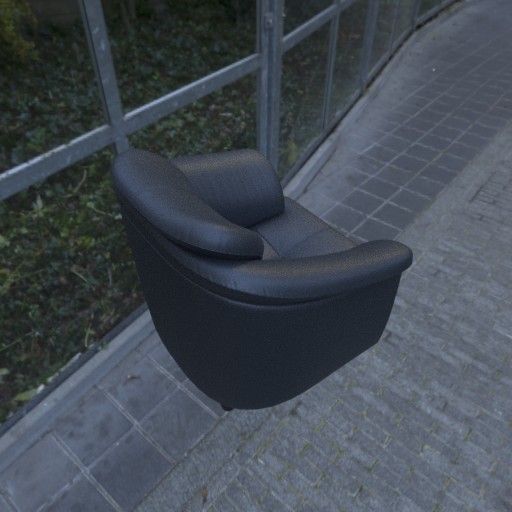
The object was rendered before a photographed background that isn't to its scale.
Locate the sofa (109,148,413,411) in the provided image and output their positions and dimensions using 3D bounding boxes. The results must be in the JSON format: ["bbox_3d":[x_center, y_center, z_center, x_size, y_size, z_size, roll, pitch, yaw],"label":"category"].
[{"bbox_3d":[0.000,0.000,1.554,0.794,0.811,0.870,-26,47,-27],"label":"sofa"}]
